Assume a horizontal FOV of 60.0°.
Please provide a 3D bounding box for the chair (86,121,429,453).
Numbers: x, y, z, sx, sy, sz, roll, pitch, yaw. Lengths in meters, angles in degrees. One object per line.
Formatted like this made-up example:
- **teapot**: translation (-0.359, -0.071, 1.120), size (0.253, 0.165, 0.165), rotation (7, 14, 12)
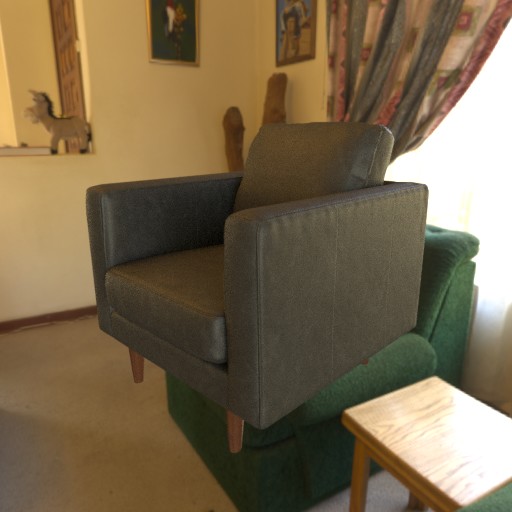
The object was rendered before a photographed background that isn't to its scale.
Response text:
- **chair**: translation (0.000, 0.000, 1.537), size (0.831, 0.898, 0.879), rotation (15, 21, 42)
